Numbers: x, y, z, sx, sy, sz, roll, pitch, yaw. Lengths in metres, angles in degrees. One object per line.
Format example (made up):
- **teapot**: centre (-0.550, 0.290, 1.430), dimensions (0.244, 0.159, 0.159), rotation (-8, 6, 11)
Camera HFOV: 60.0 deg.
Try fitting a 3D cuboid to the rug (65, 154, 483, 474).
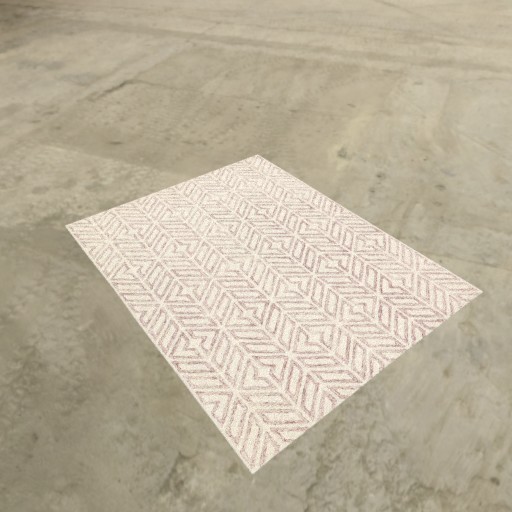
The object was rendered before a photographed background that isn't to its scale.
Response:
- **rug**: centre (0.000, 0.000, 4.036), dimensions (2.421, 0.008, 3.045), rotation (-27, 47, -28)
